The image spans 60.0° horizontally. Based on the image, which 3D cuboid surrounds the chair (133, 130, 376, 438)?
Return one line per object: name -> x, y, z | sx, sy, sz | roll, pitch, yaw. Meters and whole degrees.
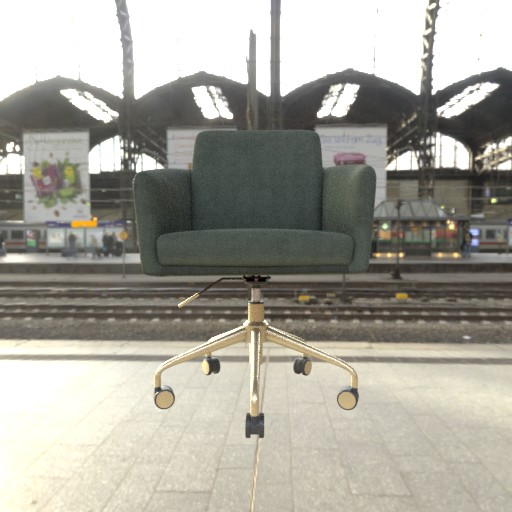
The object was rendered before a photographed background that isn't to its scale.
chair -> 0.000, 0.000, 1.381 | 0.641, 0.908, 0.635 | 0, 2, 1
